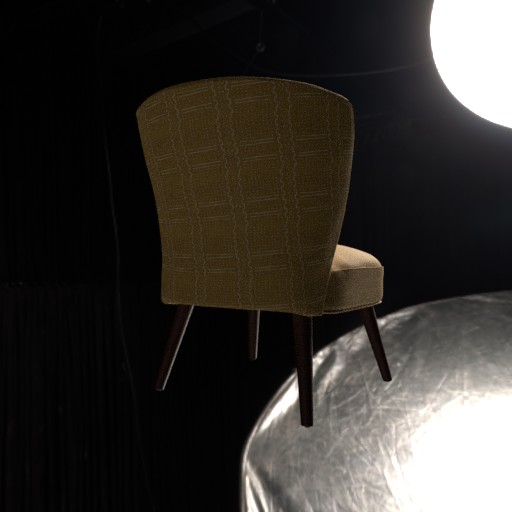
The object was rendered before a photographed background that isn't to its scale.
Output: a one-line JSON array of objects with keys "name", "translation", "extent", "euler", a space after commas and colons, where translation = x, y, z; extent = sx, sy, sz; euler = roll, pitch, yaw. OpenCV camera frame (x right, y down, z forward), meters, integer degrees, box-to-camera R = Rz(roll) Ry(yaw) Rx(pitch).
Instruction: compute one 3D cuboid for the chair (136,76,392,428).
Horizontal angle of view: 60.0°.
[{"name": "chair", "translation": [0.000, 0.000, 1.414], "extent": [0.706, 0.866, 0.758], "euler": [0, -1, 36]}]
